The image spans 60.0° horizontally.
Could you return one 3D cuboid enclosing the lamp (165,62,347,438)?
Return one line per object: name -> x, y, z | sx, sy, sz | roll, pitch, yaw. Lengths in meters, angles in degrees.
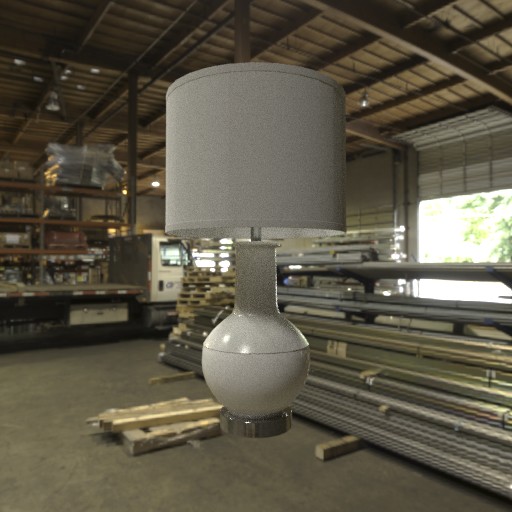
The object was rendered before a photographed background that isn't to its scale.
lamp -> 0.000, 0.000, 0.890 | 0.357, 0.673, 0.357 | 1, -1, -37
